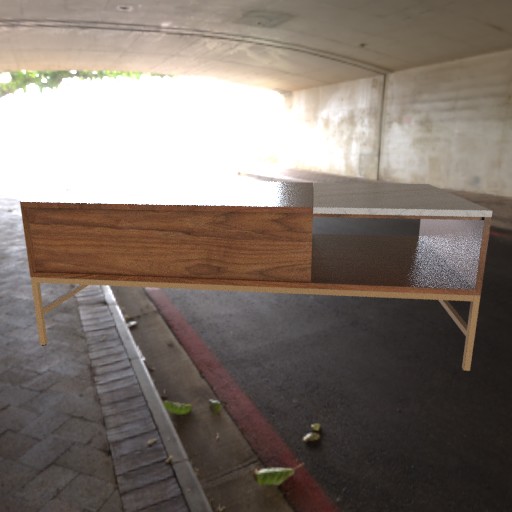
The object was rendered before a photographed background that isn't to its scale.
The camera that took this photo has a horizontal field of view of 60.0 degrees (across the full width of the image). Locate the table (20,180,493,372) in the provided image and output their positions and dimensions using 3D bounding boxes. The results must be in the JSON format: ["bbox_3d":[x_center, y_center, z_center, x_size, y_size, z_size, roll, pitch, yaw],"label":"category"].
[{"bbox_3d":[0.000,0.000,1.895,1.553,0.551,0.789,2,15,7],"label":"table"}]
